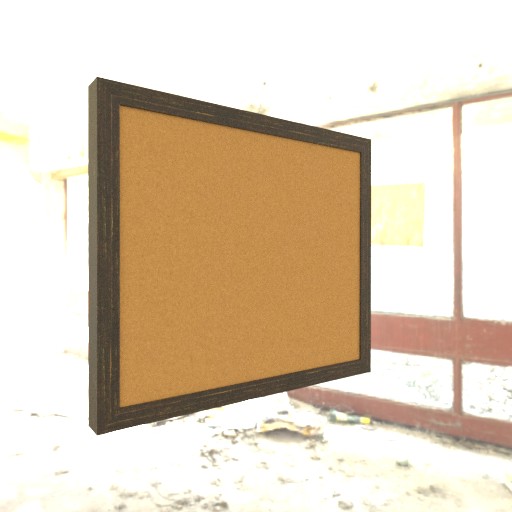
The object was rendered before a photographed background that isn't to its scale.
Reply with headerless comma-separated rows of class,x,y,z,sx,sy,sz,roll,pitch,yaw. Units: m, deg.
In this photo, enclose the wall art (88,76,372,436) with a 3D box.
wall art,0.000,0.000,0.530,0.381,0.330,0.031,0,0,-36
